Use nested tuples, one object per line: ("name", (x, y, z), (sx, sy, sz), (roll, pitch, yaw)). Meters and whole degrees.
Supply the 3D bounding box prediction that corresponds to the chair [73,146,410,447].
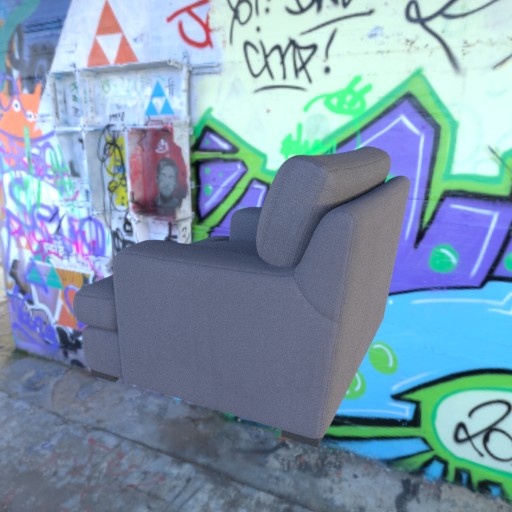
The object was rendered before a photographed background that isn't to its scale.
("chair", (0.000, 0.000, 1.985), (1.143, 0.940, 1.168), (7, 17, 25))
